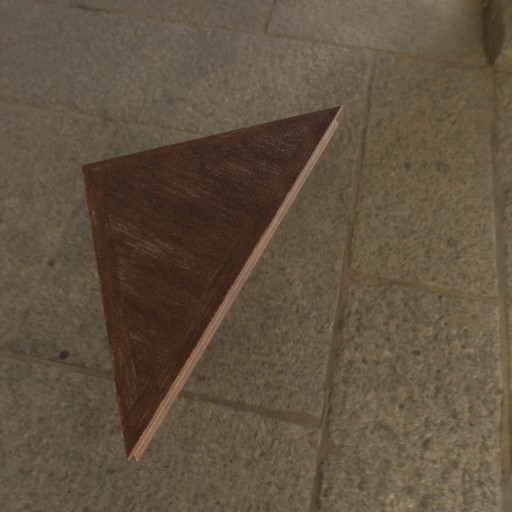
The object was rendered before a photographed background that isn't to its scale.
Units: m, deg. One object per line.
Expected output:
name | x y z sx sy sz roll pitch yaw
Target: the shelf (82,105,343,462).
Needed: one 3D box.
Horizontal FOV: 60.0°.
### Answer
shelf | 0.000 0.000 0.438 0.296 0.035 0.296 -15 64 -7
